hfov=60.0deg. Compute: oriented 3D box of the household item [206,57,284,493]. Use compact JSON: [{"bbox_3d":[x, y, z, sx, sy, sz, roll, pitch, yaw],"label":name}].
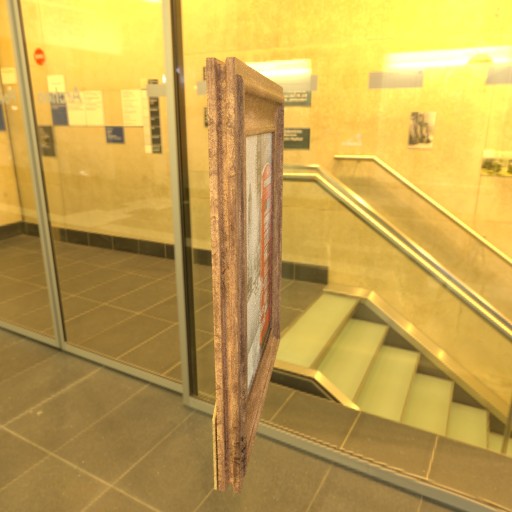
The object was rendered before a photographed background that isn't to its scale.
[{"bbox_3d":[0.000,0.000,0.315,0.018,0.237,0.186,3,17,9],"label":"household item"}]
